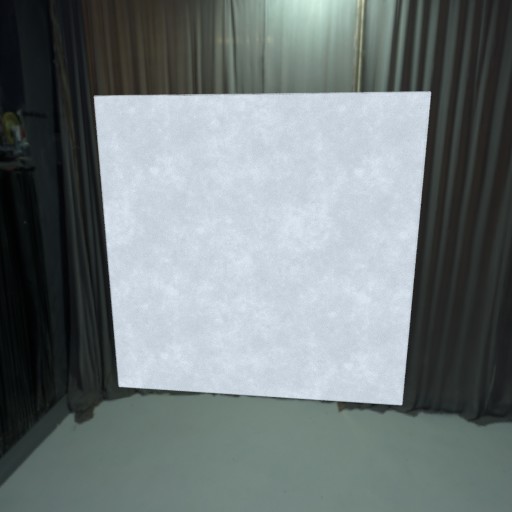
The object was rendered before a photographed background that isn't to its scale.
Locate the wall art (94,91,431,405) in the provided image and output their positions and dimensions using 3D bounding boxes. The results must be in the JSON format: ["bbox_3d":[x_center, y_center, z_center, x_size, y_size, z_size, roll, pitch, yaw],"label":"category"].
[{"bbox_3d":[0.000,0.000,0.440,0.303,0.303,0.015,2,14,7],"label":"wall art"}]
